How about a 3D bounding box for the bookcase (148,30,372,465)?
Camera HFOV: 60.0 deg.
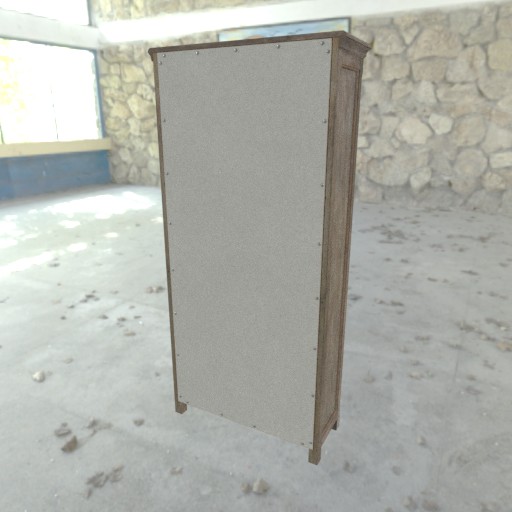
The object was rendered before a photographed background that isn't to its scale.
[{"bbox_3d":[0.000,0.000,2.175,0.906,1.880,0.348,9,20,27],"label":"bookcase"}]
